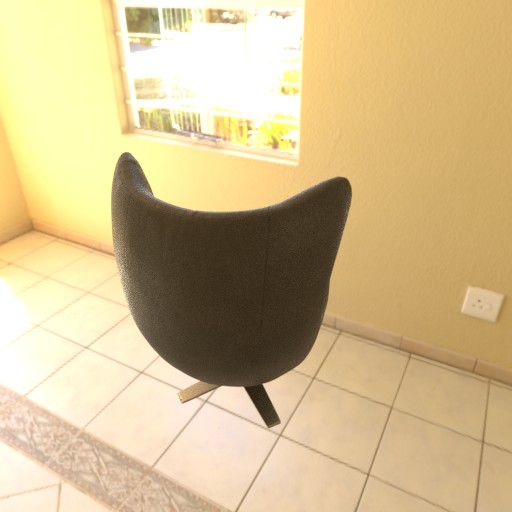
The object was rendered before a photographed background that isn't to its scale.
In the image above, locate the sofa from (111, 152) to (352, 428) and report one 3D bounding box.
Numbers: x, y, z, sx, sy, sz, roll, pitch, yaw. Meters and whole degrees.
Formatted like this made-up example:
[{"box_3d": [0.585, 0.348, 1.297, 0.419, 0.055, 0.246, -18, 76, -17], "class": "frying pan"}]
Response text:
[{"box_3d": [0.000, 0.000, 2.119, 0.894, 1.135, 1.444, 10, 32, 16], "class": "sofa"}]
